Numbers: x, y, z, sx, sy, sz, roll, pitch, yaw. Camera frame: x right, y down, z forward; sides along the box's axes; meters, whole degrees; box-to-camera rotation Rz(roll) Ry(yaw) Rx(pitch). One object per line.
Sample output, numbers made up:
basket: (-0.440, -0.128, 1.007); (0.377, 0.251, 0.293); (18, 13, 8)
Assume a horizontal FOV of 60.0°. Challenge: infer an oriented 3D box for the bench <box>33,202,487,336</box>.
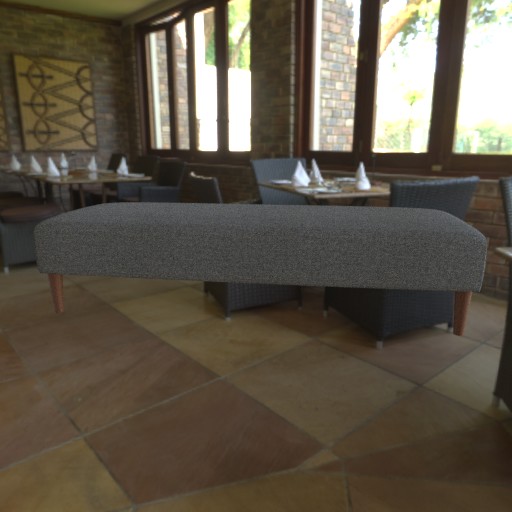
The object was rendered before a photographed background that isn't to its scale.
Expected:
bench: (0.000, 0.000, 1.848); (1.598, 0.384, 0.631); (2, 14, 8)
